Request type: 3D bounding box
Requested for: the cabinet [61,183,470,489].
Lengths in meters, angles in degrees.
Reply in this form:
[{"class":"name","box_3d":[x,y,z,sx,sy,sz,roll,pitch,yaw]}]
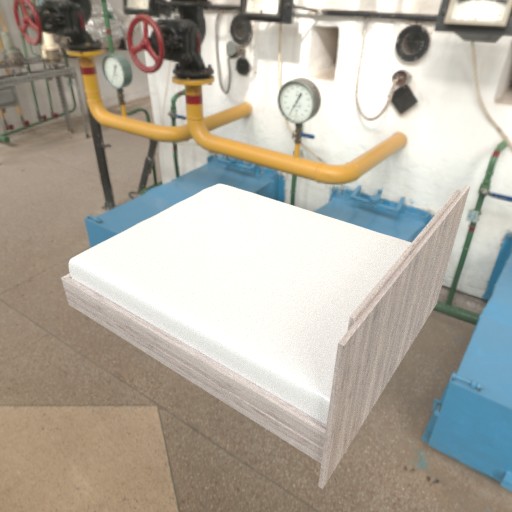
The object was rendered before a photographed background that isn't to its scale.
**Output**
[{"class":"cabinet","box_3d":[0.000,0.000,2.984,2.080,0.970,1.750,22,39,30]}]
